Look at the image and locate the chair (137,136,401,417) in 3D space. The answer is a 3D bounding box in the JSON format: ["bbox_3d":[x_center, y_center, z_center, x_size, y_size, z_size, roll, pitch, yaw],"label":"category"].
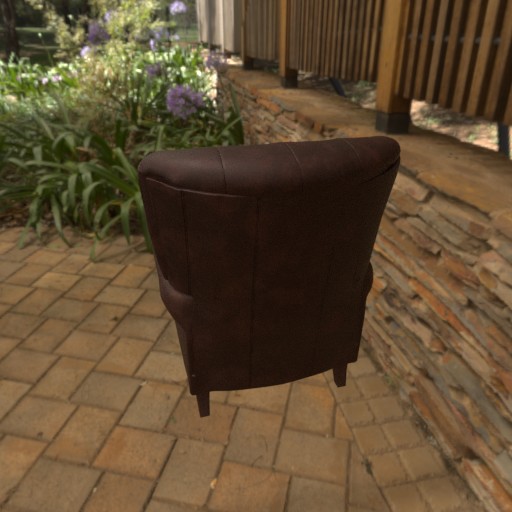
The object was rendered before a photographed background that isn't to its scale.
[{"bbox_3d":[0.000,0.000,1.978,0.948,1.158,1.058,-7,27,-15],"label":"chair"}]
